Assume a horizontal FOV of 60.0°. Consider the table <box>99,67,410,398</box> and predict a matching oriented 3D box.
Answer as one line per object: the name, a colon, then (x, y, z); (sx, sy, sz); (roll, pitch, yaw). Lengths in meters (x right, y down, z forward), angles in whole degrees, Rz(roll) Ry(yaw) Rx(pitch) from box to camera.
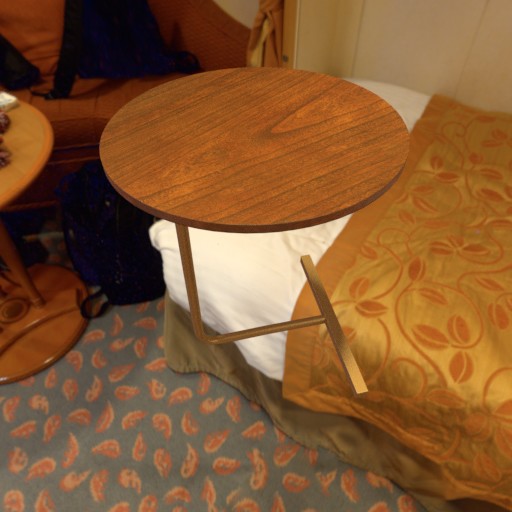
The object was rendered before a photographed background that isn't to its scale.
table: (0.000, 0.000, 1.098); (0.577, 0.706, 0.530); (-10, 48, -9)
